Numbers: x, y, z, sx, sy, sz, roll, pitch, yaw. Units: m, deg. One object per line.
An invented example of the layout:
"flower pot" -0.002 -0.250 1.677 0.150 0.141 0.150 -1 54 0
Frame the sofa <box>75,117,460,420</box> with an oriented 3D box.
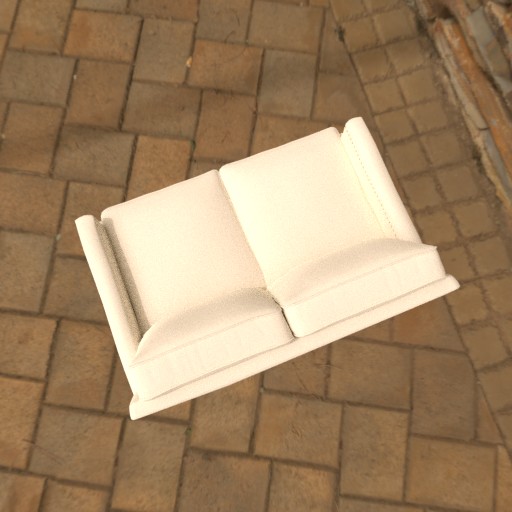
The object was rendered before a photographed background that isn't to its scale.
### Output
"sofa" 0.000 0.000 2.309 1.597 1.003 1.084 -21 78 -5
